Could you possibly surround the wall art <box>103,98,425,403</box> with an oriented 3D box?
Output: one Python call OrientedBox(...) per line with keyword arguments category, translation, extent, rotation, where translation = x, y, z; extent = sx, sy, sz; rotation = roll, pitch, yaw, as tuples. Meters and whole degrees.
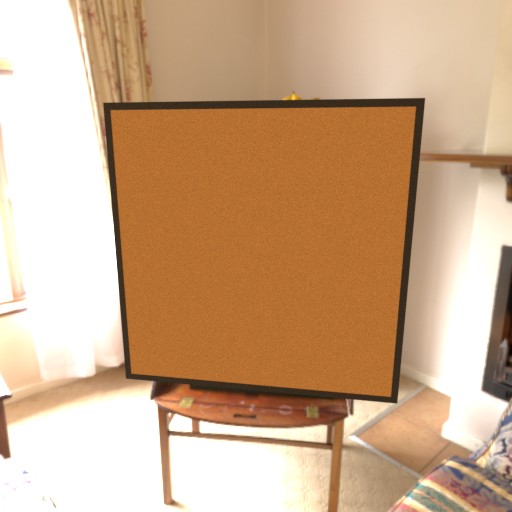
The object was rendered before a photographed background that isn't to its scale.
OrientedBox(category="wall art", translation=(0.000, 0.000, 1.152), extent=(0.763, 0.763, 0.038), rotation=(2, 15, 9))
